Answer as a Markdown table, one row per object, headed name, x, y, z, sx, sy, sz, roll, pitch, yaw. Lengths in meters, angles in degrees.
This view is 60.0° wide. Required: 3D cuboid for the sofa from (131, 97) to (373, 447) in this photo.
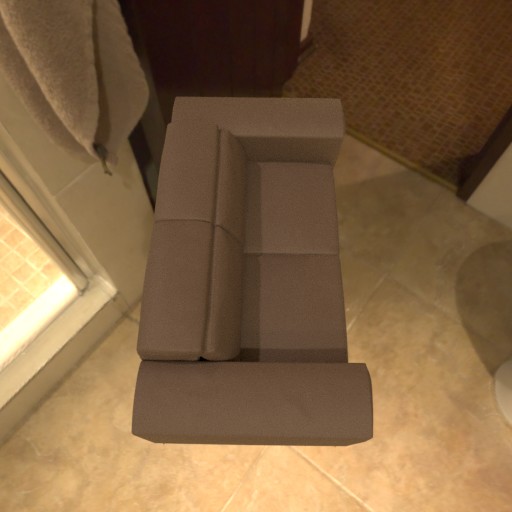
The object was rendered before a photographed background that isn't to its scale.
| name | x | y | z | sx | sy | sz | roll | pitch | yaw |
| --- | --- | --- | --- | --- | --- | --- | --- | --- | --- |
| sofa | 0.000 | 0.000 | 2.407 | 1.003 | 0.779 | 1.895 | 1 | 63 | 0 |
